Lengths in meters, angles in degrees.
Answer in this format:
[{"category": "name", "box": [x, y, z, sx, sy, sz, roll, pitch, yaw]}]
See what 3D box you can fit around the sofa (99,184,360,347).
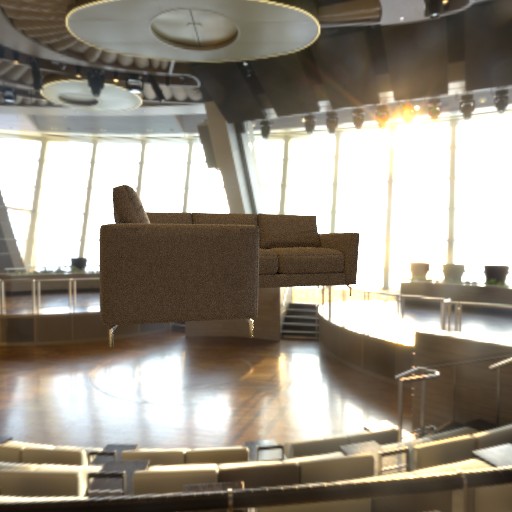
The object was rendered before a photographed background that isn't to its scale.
[{"category": "sofa", "box": [0.000, 0.000, 3.743, 2.438, 0.864, 2.438, -1, 2, -18]}]
